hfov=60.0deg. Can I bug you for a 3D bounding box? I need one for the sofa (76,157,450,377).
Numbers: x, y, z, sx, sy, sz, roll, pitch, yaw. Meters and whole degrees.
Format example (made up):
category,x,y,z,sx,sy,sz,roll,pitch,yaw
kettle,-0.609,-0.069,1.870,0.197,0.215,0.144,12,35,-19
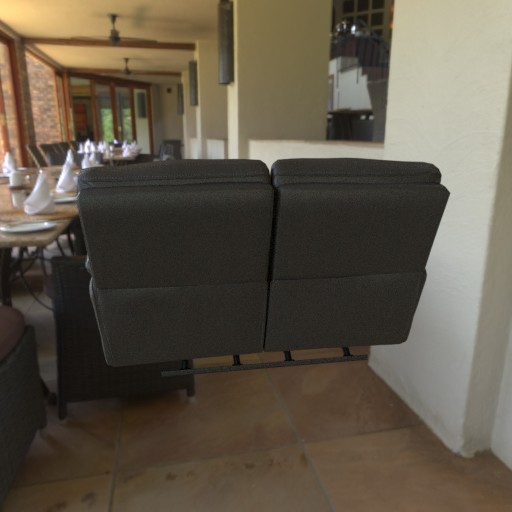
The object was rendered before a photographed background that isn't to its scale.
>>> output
category,x,y,z,sx,sy,sz,roll,pitch,yaw
sofa,0.000,0.000,2.494,1.765,1.111,1.104,-2,15,-9
